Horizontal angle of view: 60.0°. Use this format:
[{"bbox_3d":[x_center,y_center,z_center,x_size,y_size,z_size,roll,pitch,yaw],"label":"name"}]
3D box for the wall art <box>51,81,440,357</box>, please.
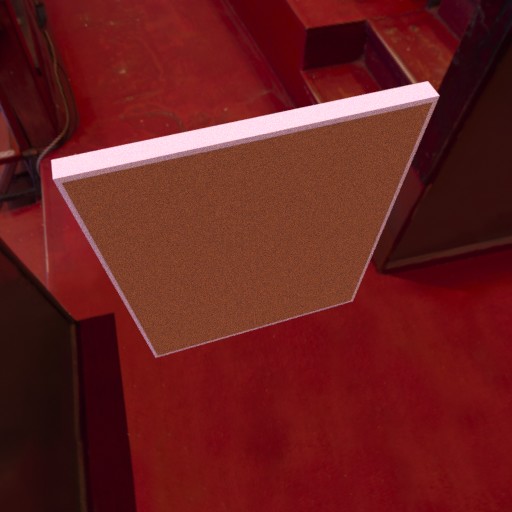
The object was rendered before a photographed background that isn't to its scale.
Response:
[{"bbox_3d":[0.000,0.000,0.727,0.443,0.549,0.030,-15,59,-9],"label":"wall art"}]
